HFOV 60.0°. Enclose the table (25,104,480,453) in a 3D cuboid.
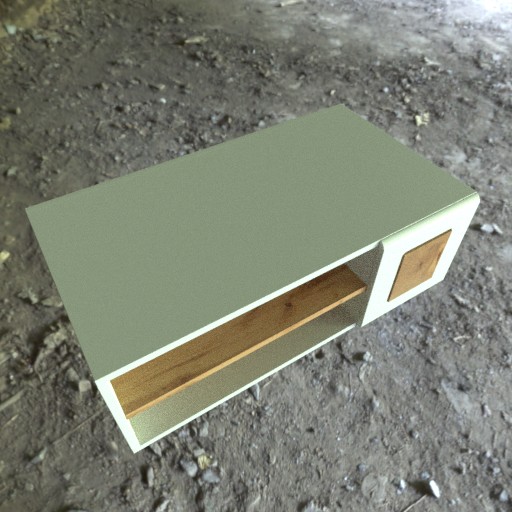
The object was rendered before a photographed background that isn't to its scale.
[{"bbox_3d":[0.000,0.000,1.379,1.097,0.442,0.639,-24,51,-21],"label":"table"}]
